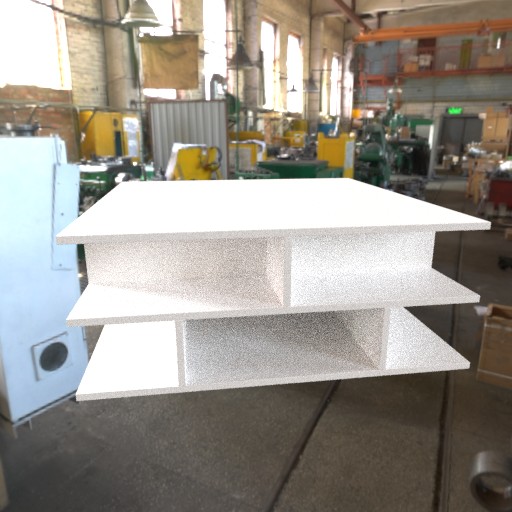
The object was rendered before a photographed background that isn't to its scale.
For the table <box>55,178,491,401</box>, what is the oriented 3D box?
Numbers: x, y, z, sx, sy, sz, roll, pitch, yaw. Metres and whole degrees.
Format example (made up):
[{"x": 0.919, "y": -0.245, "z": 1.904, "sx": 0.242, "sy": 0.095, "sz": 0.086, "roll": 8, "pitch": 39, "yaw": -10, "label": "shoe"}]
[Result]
[{"x": 0.000, "y": 0.000, "z": 1.072, "sx": 0.700, "sy": 0.289, "sz": 0.700, "roll": -2, "pitch": 16, "yaw": -8, "label": "table"}]
